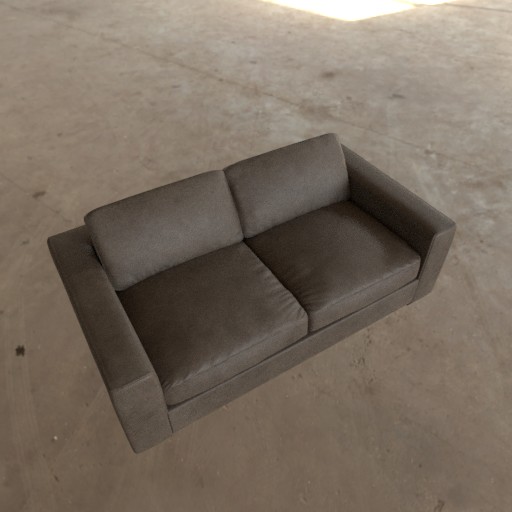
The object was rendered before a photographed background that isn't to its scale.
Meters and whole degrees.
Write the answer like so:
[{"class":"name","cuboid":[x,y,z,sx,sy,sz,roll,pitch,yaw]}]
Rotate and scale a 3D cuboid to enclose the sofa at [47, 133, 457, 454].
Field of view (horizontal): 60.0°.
[{"class":"sofa","cuboid":[0.000,0.000,2.433,1.920,0.800,1.070,-23,48,-22]}]
